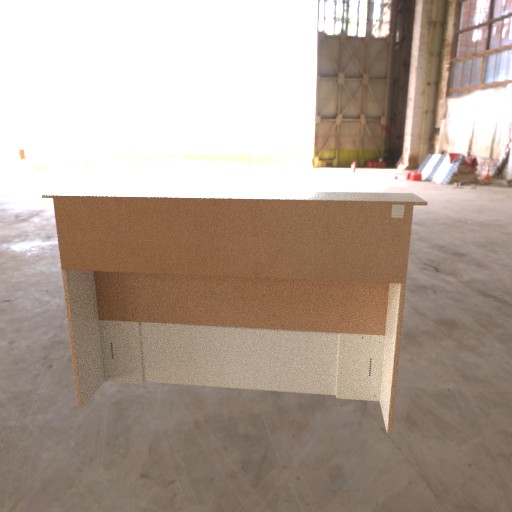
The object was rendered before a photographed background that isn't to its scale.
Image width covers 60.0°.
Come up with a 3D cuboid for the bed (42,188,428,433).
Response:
[{"bbox_3d":[0.000,0.000,3.053,1.671,1.092,2.133,2,15,7],"label":"bed"}]
